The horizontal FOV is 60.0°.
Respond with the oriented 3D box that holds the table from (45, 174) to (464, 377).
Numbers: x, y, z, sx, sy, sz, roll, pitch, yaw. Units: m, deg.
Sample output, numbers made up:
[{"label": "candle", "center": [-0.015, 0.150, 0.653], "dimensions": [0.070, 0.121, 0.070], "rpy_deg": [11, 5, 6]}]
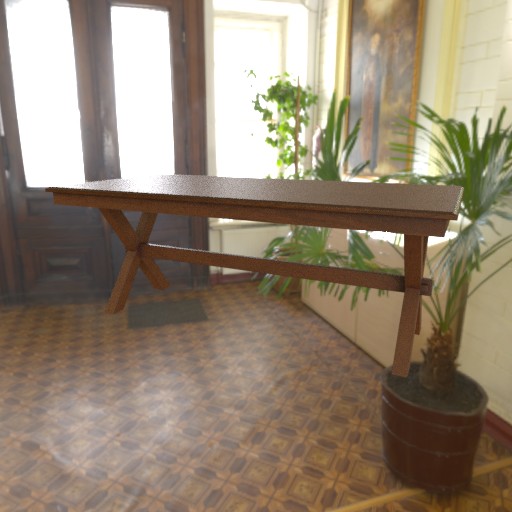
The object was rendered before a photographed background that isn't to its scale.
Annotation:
[{"label": "table", "center": [0.000, 0.000, 1.470], "dimensions": [1.197, 0.459, 0.594], "rpy_deg": [7, 16, 25]}]
